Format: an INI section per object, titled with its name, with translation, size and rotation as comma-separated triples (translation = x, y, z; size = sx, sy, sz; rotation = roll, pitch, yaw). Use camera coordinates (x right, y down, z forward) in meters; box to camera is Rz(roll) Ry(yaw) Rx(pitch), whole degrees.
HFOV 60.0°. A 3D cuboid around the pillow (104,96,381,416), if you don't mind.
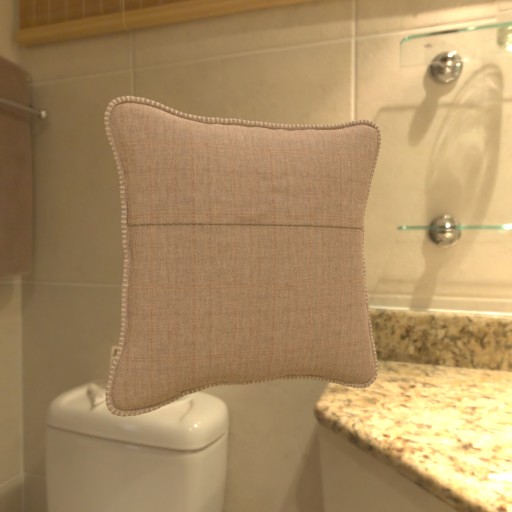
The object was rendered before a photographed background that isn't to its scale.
[pillow]
translation = 0.000, 0.000, 0.749
size = 0.485, 0.494, 0.124
rotation = 0, 2, -18
